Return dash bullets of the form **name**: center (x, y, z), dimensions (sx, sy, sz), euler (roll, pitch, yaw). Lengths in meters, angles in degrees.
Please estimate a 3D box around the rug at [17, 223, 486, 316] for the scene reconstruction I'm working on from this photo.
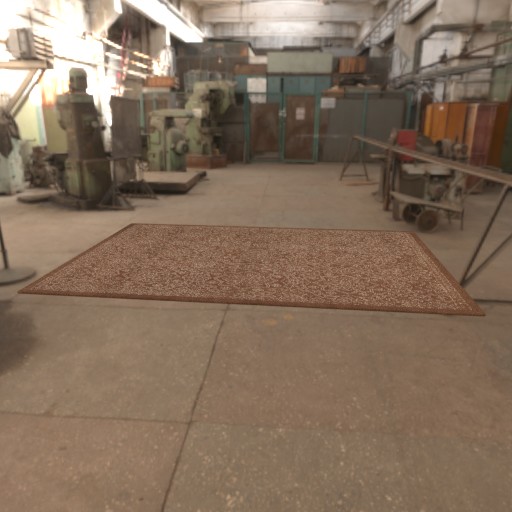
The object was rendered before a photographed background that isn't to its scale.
- **rug**: center (0.000, 0.000, 2.284), dimensions (1.829, 0.010, 1.219), euler (2, 18, 7)
